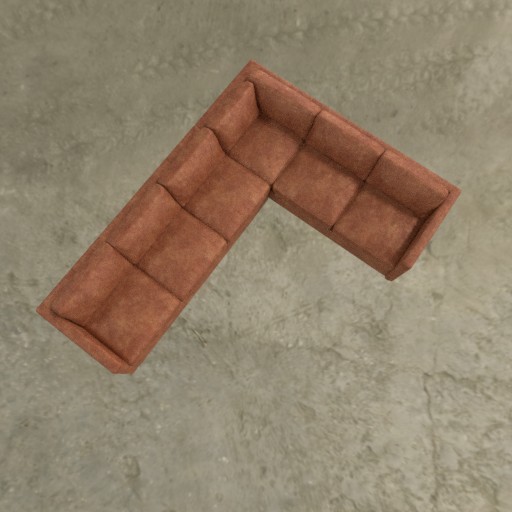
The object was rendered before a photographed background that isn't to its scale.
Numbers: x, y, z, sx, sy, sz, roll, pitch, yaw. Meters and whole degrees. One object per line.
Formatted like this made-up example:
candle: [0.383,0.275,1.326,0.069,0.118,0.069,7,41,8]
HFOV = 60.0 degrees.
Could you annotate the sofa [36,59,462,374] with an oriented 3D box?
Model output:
sofa: [0.000,0.000,4.209,2.438,0.838,3.167,35,78,9]
